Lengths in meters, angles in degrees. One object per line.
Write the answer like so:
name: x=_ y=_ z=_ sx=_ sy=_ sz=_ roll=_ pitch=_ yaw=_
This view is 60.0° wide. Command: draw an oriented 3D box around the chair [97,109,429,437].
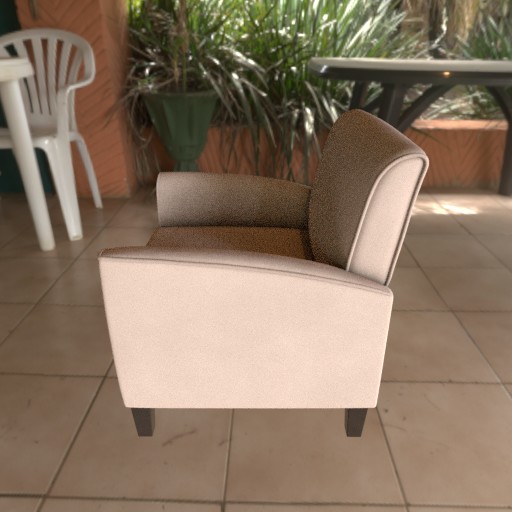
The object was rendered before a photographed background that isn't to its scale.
chair: x=0.000 y=0.000 z=1.546 sx=0.820 sy=0.915 sz=0.820 roll=0 pitch=26 yaw=0
